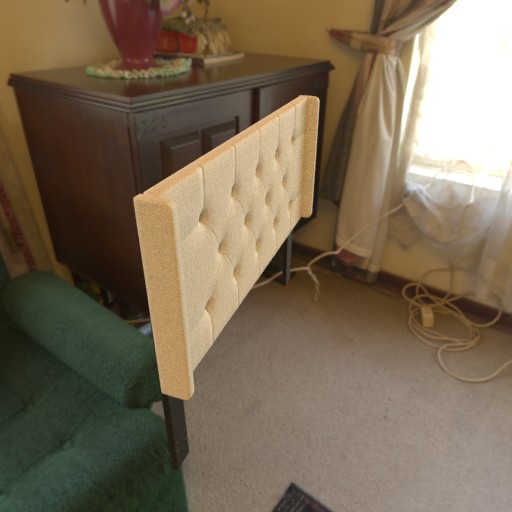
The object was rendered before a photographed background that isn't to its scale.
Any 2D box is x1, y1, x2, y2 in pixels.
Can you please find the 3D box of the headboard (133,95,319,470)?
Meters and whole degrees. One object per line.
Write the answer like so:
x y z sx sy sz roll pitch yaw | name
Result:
0.000 0.000 2.683 0.184 1.524 2.051 11 31 18 | headboard
